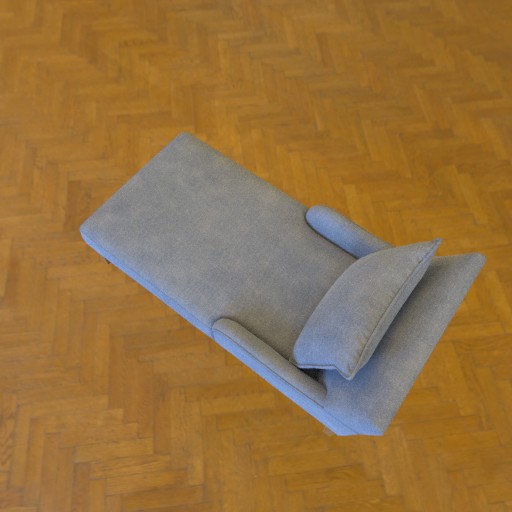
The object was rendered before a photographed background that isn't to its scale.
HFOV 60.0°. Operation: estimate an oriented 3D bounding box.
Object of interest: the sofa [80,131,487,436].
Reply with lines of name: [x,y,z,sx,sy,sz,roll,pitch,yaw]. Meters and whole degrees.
sofa: [0.000,0.000,2.274,1.779,0.883,0.904,34,68,16]
